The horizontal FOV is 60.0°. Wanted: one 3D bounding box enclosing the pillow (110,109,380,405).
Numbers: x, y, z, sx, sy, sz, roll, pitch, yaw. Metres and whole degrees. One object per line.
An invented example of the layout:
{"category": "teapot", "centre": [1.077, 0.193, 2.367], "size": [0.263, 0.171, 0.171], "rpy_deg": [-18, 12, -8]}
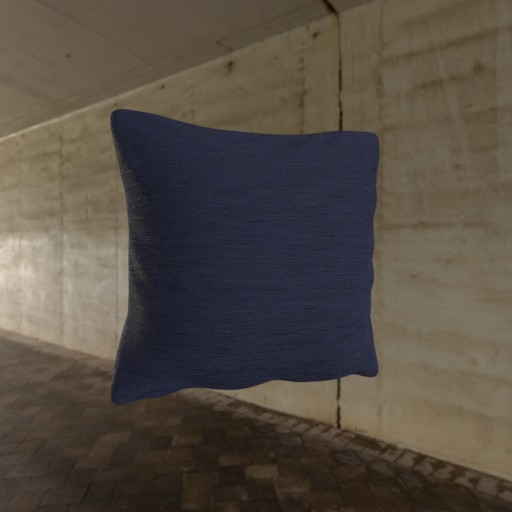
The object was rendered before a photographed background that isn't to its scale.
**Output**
{"category": "pillow", "centre": [0.000, 0.000, 0.685], "size": [0.432, 0.414, 0.246], "rpy_deg": [0, 1, -18]}
